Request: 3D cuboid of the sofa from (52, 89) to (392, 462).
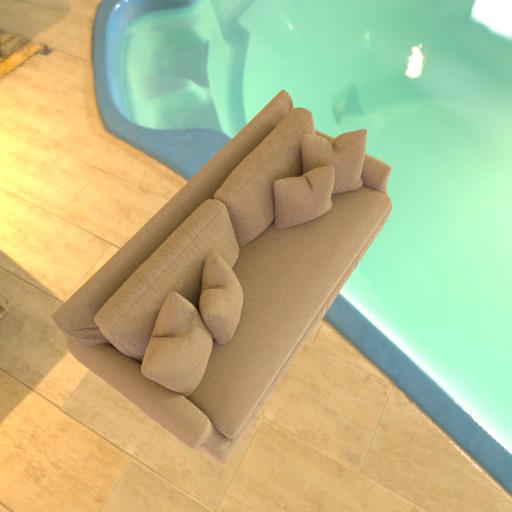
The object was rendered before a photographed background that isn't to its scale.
[{"bbox_3d":[0.000,0.000,2.858,1.067,0.904,2.285,30,63,18],"label":"sofa"}]
